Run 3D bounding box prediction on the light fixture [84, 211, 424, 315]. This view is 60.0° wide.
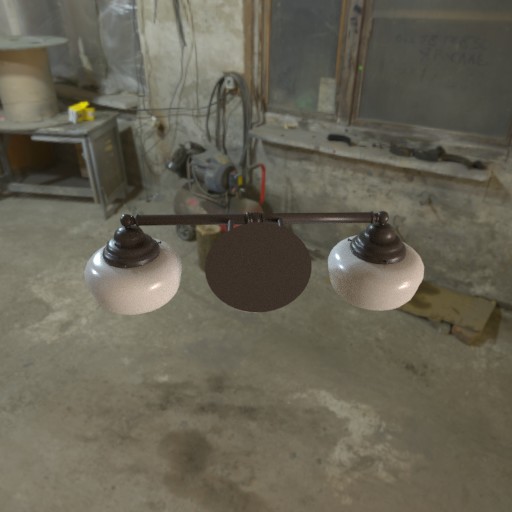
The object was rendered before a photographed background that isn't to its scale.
[{"bbox_3d":[0.000,0.000,0.724,0.587,0.242,0.239,-1,31,-1],"label":"light fixture"}]
